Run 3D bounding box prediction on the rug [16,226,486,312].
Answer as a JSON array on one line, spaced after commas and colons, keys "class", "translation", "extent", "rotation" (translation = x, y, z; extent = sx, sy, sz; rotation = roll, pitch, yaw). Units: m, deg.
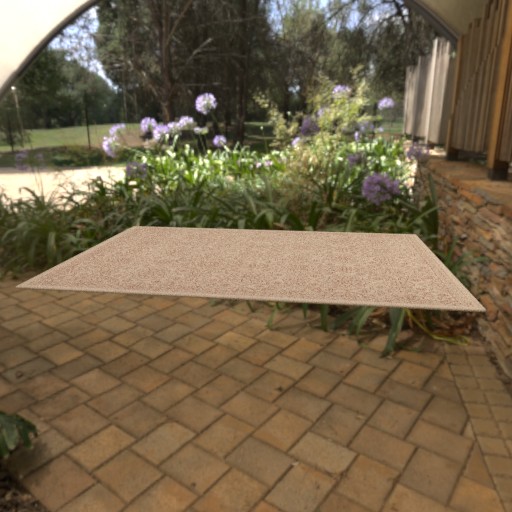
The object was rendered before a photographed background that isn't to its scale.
[{"class": "rug", "translation": [0.000, 0.000, 2.277], "extent": [1.829, 0.010, 1.219], "rotation": [2, 16, 8]}]
